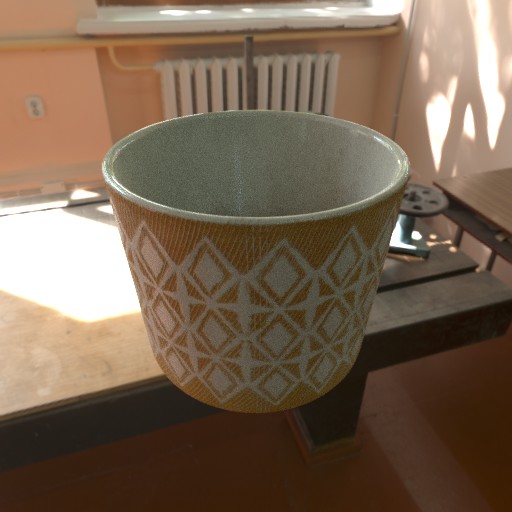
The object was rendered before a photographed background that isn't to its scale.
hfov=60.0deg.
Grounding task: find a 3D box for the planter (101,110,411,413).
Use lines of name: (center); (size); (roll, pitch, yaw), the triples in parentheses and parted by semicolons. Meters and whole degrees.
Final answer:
planter: (0.000, 0.000, 0.332); (0.193, 0.165, 0.193); (0, 33, 0)
